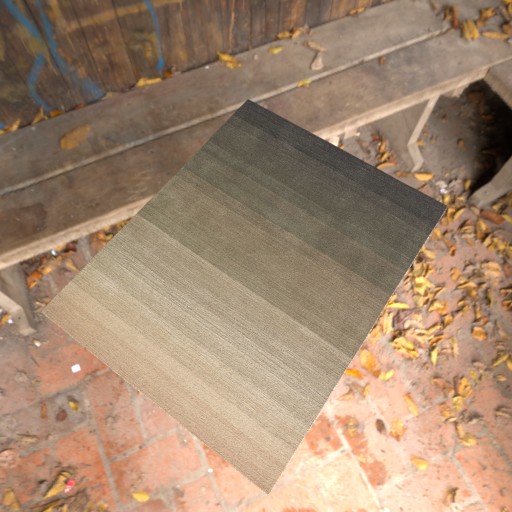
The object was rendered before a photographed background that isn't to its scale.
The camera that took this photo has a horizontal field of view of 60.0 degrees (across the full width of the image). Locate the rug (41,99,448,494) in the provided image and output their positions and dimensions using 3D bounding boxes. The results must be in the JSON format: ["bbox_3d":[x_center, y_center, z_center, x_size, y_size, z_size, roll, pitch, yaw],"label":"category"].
[{"bbox_3d":[0.000,0.000,3.914,2.315,0.015,2.932,33,68,15],"label":"rug"}]
